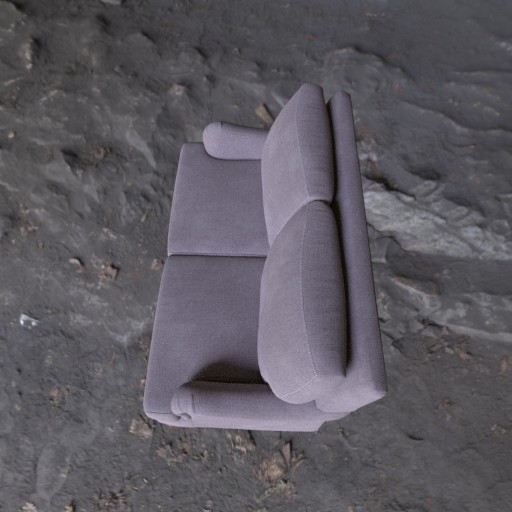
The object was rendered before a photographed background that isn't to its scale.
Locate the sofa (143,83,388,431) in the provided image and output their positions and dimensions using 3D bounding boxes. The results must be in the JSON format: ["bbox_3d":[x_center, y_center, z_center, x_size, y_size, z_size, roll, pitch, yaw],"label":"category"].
[{"bbox_3d":[0.000,0.000,2.573,1.084,1.101,1.853,1,59,1],"label":"sofa"}]
